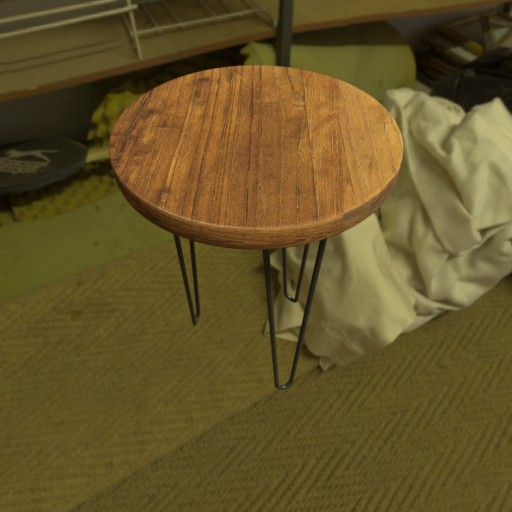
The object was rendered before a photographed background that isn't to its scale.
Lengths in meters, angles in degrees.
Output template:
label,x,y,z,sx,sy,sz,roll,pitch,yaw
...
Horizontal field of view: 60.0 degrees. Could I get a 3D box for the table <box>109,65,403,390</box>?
label,x,y,z,sx,sy,sz,roll,pitch,yaw
table,0.000,0.000,0.804,0.400,0.520,0.400,0,47,0
